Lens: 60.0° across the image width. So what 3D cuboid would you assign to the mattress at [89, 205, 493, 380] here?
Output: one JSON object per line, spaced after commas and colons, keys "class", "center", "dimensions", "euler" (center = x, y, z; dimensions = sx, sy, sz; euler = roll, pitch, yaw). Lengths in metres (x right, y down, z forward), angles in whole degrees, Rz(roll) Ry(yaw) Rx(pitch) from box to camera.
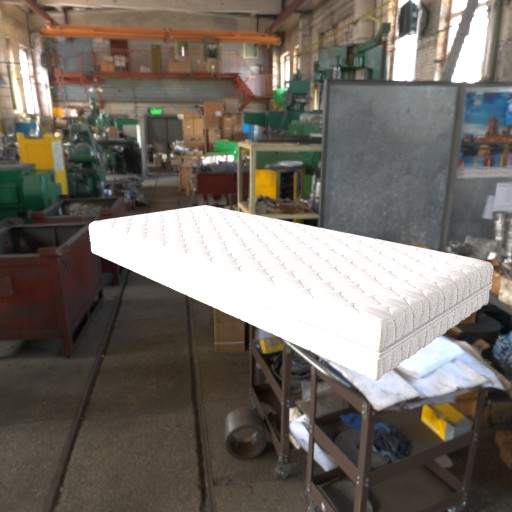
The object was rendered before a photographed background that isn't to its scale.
{"class": "mattress", "center": [0.000, 0.000, 2.296], "dimensions": [0.900, 0.200, 2.000], "euler": [-15, 22, -42]}
